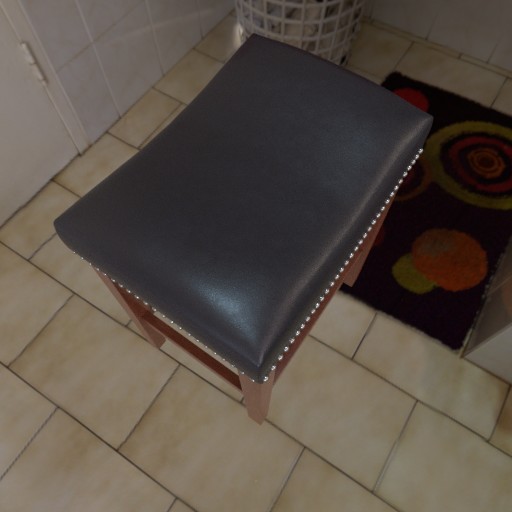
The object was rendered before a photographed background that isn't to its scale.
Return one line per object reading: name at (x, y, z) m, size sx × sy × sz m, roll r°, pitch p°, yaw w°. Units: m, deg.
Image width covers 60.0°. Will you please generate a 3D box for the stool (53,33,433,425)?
stool at (0.000, 0.000, 0.930) m, size 0.372 × 0.654 × 0.504 m, roll 32°, pitch 67°, yaw 15°
